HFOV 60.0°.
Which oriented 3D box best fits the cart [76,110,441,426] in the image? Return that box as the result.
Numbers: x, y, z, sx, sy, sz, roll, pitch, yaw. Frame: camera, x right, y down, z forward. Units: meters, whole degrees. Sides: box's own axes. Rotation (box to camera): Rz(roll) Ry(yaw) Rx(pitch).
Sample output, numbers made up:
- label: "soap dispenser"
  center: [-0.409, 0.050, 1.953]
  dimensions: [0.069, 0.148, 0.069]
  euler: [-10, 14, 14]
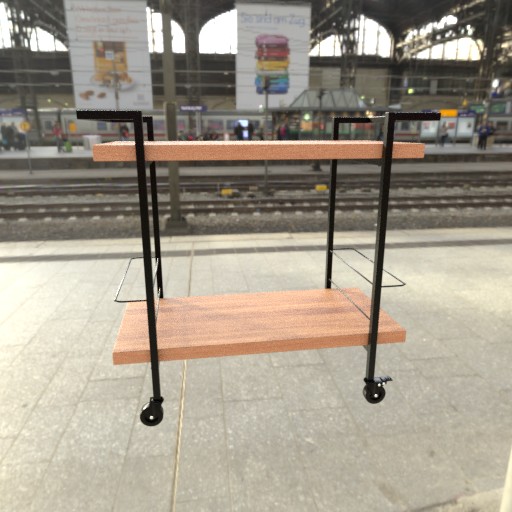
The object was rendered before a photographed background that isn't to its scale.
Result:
- label: "cart"
  center: [0.000, 0.000, 1.253]
  dimensions: [0.806, 0.762, 0.406]
  euler: [-3, 16, -9]
